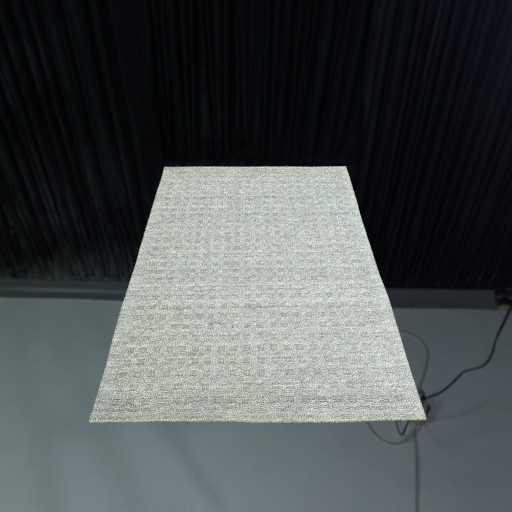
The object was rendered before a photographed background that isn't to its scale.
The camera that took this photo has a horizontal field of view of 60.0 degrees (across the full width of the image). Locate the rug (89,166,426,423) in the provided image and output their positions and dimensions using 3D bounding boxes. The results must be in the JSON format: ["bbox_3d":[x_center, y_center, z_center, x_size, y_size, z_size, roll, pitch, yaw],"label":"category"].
[{"bbox_3d":[0.000,0.000,2.865,1.532,0.018,2.297,0,41,0],"label":"rug"}]
